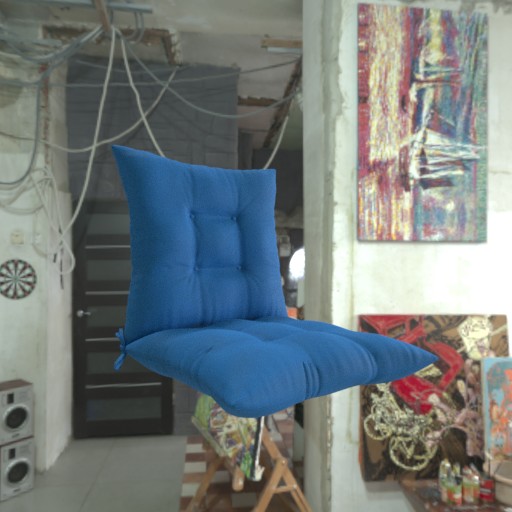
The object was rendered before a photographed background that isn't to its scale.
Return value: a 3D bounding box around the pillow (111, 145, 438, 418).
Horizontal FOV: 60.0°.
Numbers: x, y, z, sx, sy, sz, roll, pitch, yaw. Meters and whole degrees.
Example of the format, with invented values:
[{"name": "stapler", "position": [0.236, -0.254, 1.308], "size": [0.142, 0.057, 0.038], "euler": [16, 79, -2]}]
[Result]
[{"name": "pillow", "position": [0.000, 0.000, 0.999], "size": [0.541, 0.536, 0.585], "euler": [0, -1, -36]}]
